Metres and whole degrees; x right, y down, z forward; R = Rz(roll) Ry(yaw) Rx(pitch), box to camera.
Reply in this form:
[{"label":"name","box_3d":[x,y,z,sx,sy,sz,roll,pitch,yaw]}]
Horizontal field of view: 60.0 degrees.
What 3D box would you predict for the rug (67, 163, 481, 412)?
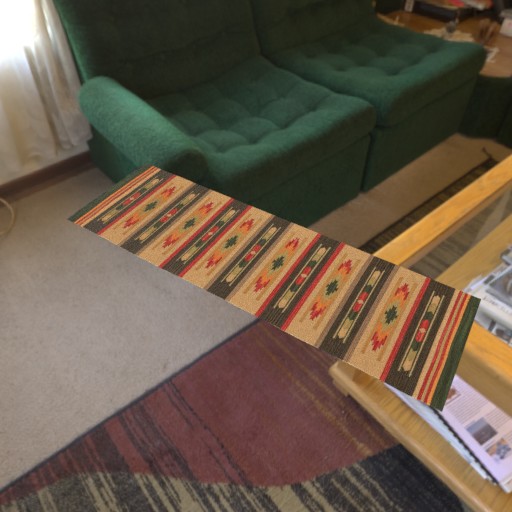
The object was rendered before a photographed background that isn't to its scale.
[{"label":"rug","box_3d":[0.000,0.000,2.655,2.440,0.009,0.760,24,51,22]}]
